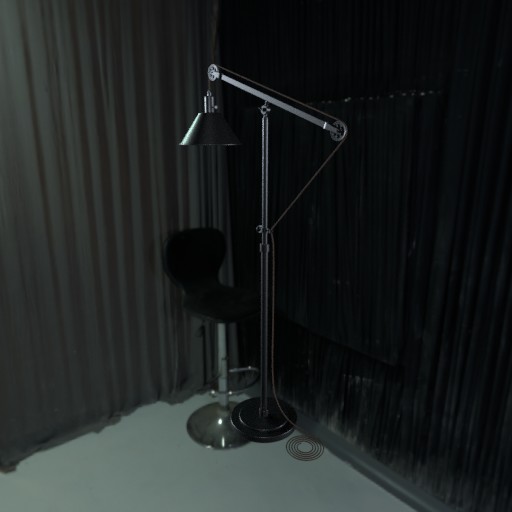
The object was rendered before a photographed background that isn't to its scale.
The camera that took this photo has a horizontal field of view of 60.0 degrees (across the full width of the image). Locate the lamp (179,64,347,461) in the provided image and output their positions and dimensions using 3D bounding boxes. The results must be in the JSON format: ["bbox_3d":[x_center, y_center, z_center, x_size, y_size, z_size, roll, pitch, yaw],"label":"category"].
[{"bbox_3d":[0.000,0.000,1.956,0.319,1.626,0.904,-14,21,-41],"label":"lamp"}]
